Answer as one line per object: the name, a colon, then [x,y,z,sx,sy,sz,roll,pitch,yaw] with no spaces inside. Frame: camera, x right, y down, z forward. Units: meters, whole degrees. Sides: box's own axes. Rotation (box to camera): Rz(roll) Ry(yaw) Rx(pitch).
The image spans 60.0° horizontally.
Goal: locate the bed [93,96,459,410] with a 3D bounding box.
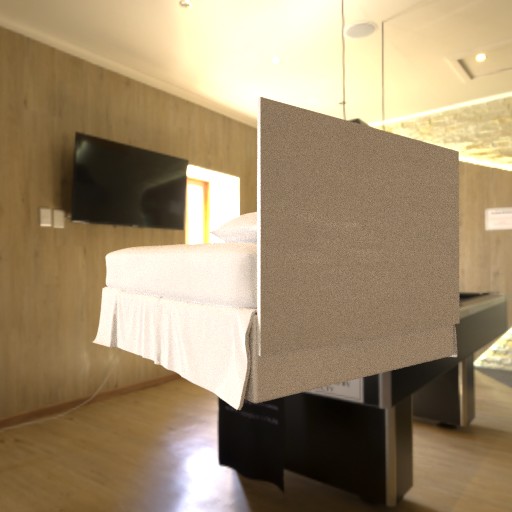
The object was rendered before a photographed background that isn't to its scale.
bed: [0.000,0.000,3.169,1.745,1.335,2.094,0,-1,-37]
